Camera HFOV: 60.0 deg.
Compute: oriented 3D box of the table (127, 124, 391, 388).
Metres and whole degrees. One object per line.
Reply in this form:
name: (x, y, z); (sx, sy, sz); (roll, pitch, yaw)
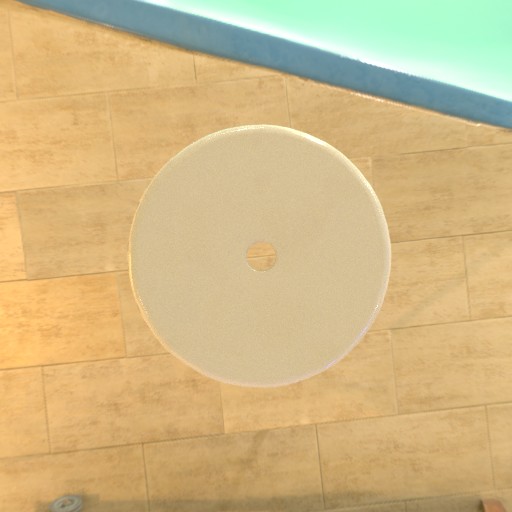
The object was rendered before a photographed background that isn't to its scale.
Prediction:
table: (0.000, 0.000, 0.627); (0.325, 0.388, 0.325); (0, 90, -2)
